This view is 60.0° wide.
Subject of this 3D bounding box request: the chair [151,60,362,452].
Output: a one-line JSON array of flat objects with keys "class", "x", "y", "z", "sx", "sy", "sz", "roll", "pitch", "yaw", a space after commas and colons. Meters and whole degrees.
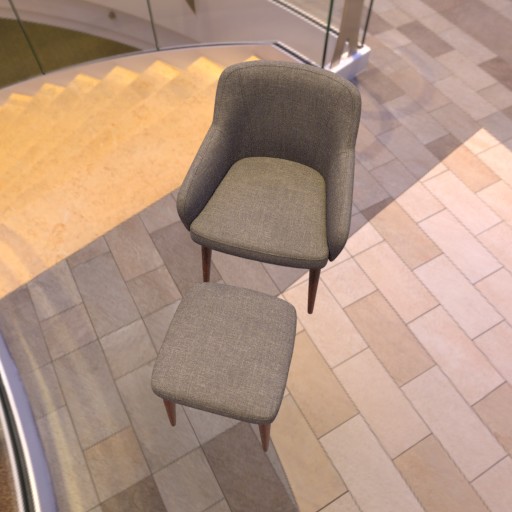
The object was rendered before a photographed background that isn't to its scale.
[{"class": "chair", "x": 0.000, "y": 0.000, "z": 1.555, "sx": 0.584, "sy": 0.799, "sz": 1.107, "roll": 12, "pitch": 59, "yaw": 8}]
